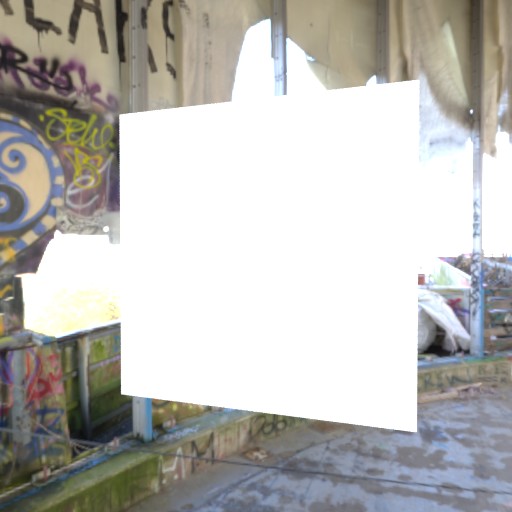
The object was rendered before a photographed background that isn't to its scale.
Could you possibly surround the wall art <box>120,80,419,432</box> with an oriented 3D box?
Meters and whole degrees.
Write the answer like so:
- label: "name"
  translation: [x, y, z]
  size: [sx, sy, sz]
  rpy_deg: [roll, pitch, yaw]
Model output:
- label: "wall art"
  translation: [0.000, 0.000, 0.517]
  size: [0.355, 0.355, 0.027]
  rpy_deg: [0, 1, 19]
